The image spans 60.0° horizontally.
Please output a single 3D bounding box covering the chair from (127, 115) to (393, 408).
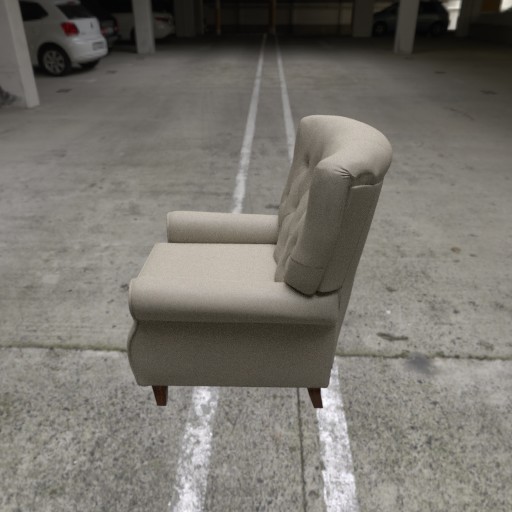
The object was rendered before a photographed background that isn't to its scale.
[{"bbox_3d":[0.000,0.000,2.005,1.059,1.158,0.943,1,26,1],"label":"chair"}]
